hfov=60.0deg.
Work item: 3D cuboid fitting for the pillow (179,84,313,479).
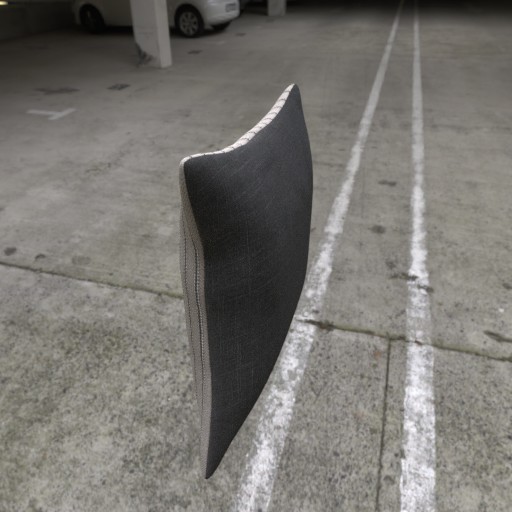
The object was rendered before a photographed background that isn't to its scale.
[{"bbox_3d":[0.000,0.000,0.682,0.138,0.444,0.468,8,31,14],"label":"pillow"}]
